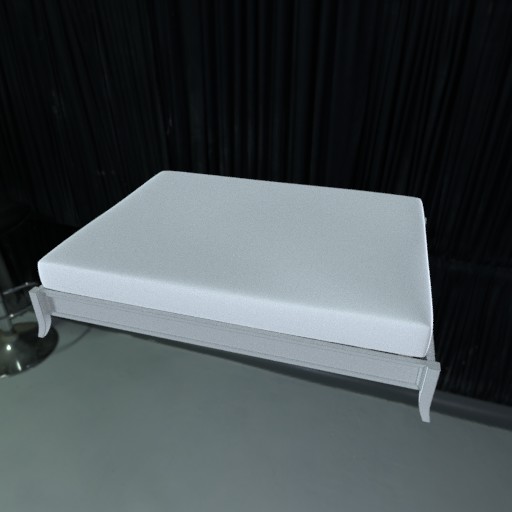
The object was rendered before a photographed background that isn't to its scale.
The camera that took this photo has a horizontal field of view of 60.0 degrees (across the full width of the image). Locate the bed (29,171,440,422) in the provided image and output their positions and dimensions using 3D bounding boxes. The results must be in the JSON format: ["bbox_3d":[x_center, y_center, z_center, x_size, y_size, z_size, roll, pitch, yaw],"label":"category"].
[{"bbox_3d":[0.000,0.000,2.797,2.108,0.510,1.604,8,31,14],"label":"bed"}]
